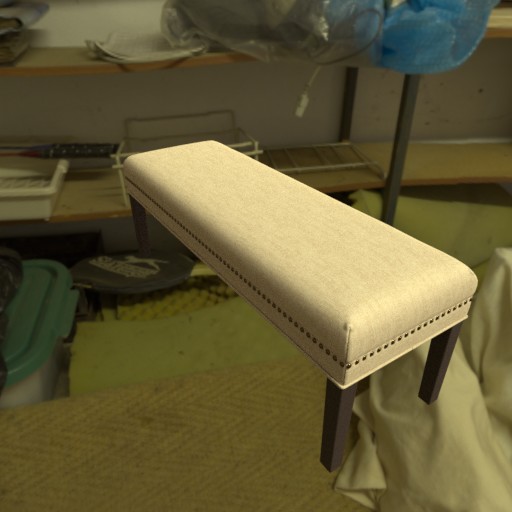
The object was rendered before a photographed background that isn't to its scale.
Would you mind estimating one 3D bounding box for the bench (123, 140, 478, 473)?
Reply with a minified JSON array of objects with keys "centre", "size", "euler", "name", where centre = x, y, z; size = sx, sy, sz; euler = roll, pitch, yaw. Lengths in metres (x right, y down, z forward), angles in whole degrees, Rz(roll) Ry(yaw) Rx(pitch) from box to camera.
[{"centre":[0.000,0.000,1.428],"size":[0.410,0.457,1.219],"euler":[-19,36,-28],"name":"bench"}]
